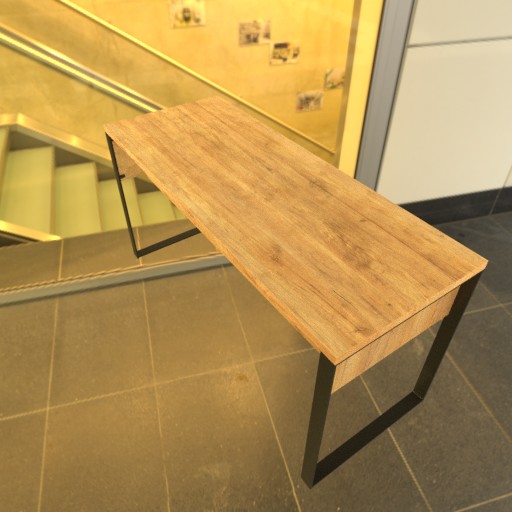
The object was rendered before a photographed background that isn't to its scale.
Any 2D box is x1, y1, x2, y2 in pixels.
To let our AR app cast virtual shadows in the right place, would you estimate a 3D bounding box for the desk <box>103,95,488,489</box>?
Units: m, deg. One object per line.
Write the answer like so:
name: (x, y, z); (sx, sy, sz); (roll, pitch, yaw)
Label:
desk: (0.000, 0.000, 1.882); (0.600, 0.760, 1.520); (-25, 47, -25)
